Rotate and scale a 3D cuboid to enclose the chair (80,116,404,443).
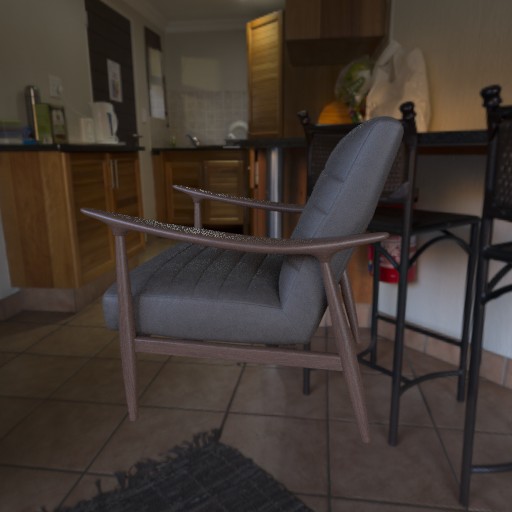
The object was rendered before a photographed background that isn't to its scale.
[{"bbox_3d":[0.000,0.000,1.432,0.798,0.831,0.741,3,14,10],"label":"chair"}]
